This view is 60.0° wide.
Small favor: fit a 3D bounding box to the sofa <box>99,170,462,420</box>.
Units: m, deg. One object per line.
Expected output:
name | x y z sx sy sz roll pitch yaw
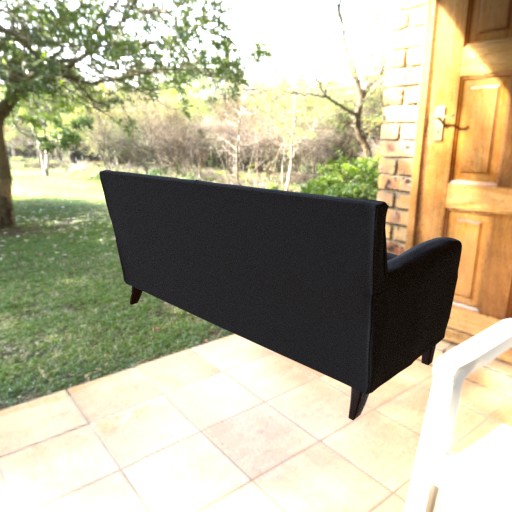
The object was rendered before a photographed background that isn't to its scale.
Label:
sofa | 0.000 0.000 2.507 0.843 0.907 2.002 -14 21 -43
